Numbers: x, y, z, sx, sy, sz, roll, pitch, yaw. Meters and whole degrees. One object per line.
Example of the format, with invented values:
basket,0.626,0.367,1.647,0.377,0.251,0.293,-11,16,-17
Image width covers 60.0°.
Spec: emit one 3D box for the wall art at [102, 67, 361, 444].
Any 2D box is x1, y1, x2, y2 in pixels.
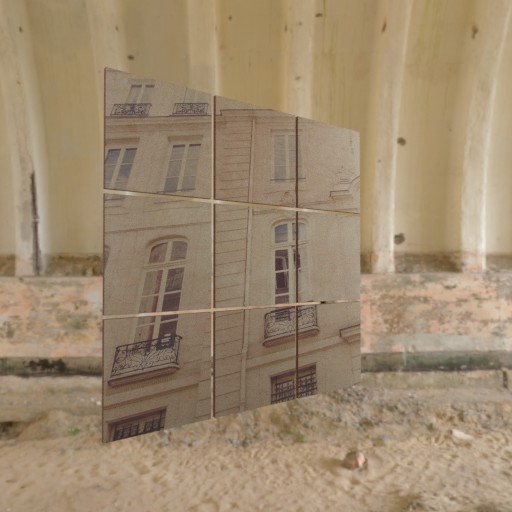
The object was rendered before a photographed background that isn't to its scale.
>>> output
wall art,0.000,0.000,1.797,1.221,1.218,0.024,1,-1,-36
